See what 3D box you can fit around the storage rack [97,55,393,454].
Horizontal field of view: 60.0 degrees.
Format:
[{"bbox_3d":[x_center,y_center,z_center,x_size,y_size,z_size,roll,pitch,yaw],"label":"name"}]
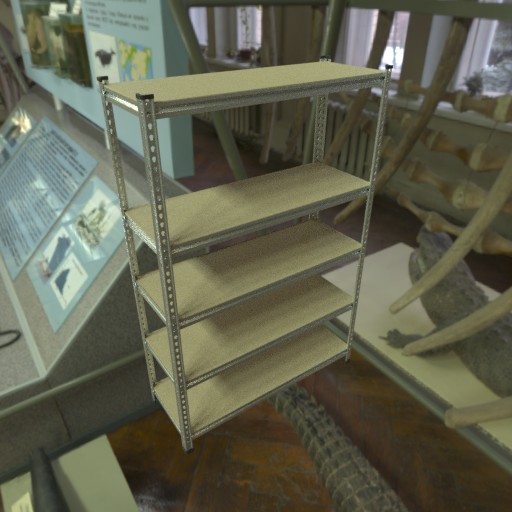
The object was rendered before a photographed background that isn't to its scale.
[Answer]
[{"bbox_3d":[0.000,0.000,2.347,1.219,1.829,0.457,-20,36,-29],"label":"storage rack"}]
